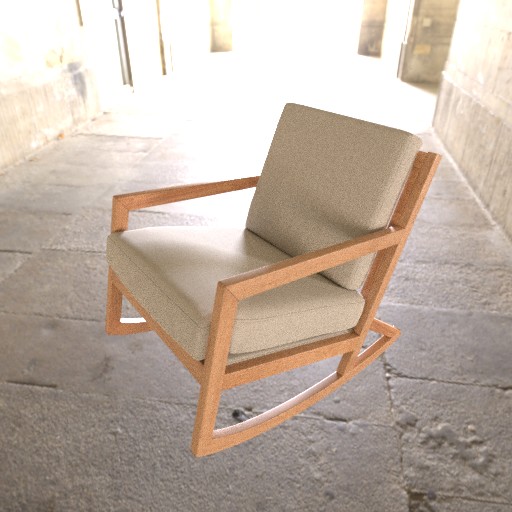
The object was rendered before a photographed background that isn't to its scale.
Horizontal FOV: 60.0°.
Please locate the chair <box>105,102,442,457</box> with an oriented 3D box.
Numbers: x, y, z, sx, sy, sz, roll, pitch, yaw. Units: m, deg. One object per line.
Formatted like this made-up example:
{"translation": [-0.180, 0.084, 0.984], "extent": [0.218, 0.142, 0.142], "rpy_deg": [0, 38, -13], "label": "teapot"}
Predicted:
{"translation": [0.000, 0.000, 1.412], "extent": [0.857, 0.790, 0.622], "rpy_deg": [-21, 37, -31], "label": "chair"}
